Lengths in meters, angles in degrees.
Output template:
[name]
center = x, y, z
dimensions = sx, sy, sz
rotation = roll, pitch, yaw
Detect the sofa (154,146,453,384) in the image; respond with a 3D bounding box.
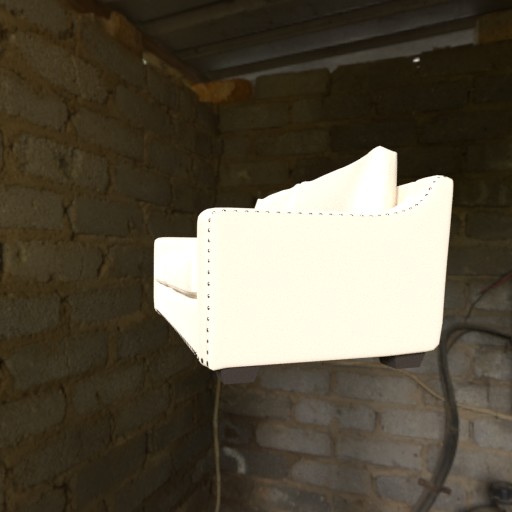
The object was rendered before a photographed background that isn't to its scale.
[sofa]
center = 0.000, 0.000, 2.334
dimensions = 0.949, 0.830, 1.812
rotation = 0, -1, -18
